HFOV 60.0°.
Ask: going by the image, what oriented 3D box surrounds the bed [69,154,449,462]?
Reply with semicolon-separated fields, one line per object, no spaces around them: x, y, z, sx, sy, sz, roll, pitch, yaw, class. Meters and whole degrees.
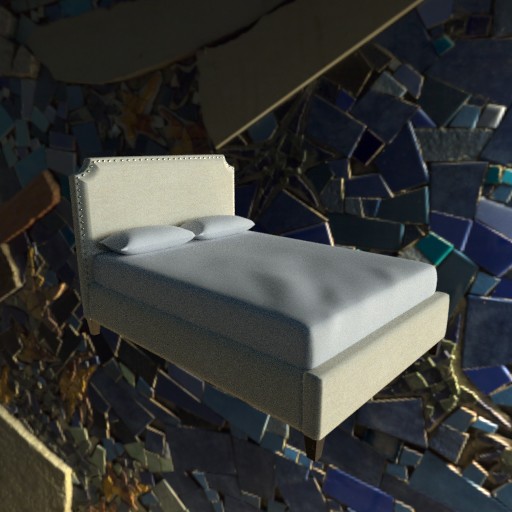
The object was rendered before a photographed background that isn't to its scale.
0.000;0.000;3.403;2.381;1.457;1.713;13;19;41;bed
